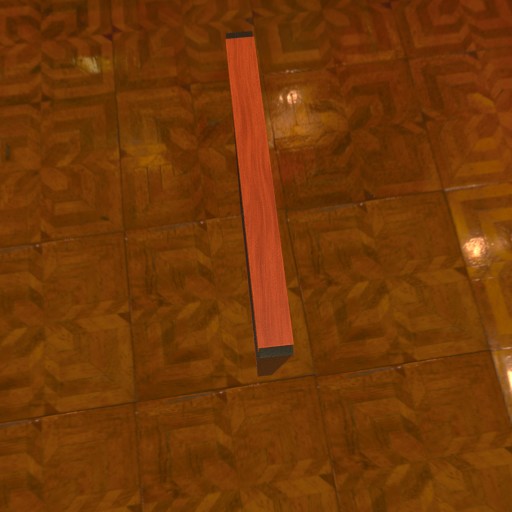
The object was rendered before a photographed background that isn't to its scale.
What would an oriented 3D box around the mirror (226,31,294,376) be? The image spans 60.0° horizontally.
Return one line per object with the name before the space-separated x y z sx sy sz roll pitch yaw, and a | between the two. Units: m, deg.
mirror | 0.000 0.000 1.047 0.047 0.823 0.525 -6 73 -2
